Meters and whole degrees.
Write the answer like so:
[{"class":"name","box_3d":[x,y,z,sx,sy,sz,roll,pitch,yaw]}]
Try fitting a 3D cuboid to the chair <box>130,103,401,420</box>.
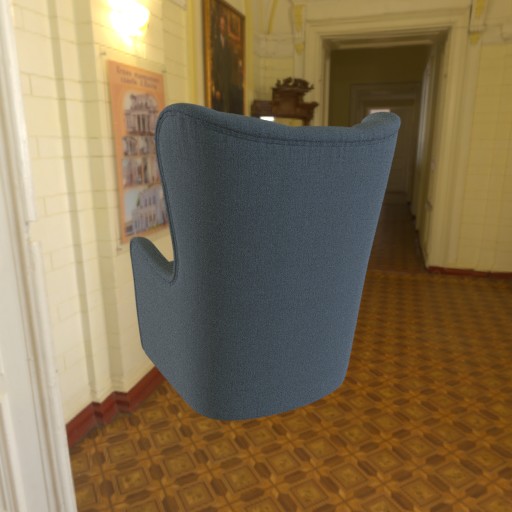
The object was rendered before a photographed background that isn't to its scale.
[{"class":"chair","box_3d":[0.000,0.000,1.751,0.831,1.079,0.930,-7,16,-27]}]
